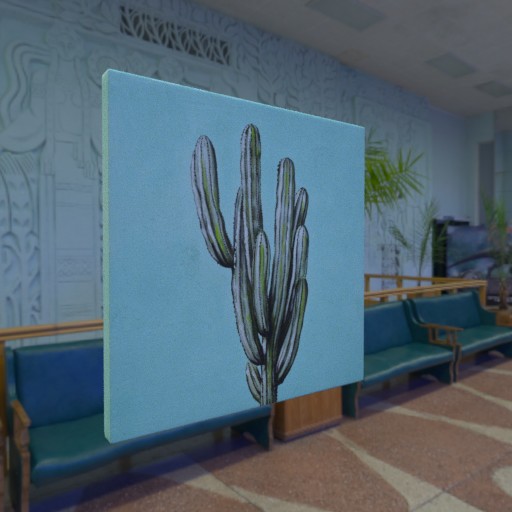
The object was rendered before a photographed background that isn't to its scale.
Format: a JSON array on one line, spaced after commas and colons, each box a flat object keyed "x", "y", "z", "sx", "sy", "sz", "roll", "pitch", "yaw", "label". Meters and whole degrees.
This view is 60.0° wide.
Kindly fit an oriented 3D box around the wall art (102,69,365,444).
[{"x": 0.000, "y": 0.000, "z": 1.140, "sx": 0.765, "sy": 0.766, "sz": 0.054, "roll": -1, "pitch": 1, "yaw": -35, "label": "wall art"}]
